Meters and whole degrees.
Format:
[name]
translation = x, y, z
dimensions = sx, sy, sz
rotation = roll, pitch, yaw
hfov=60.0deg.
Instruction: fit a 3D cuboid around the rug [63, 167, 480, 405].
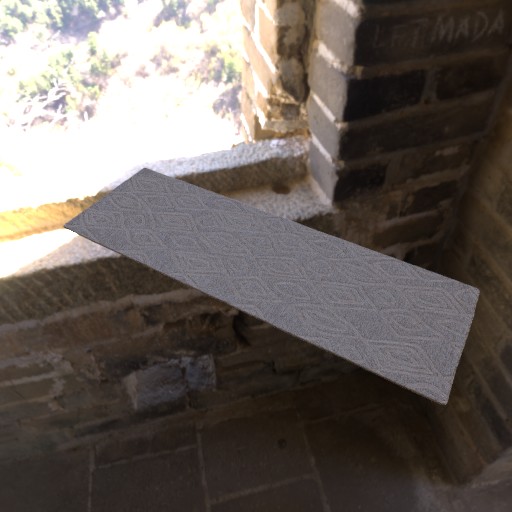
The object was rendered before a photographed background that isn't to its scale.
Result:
[rug]
translation = 0.000, 0.000, 2.659
dimensions = 2.436, 0.013, 0.807
rotation = 22, 48, 21
